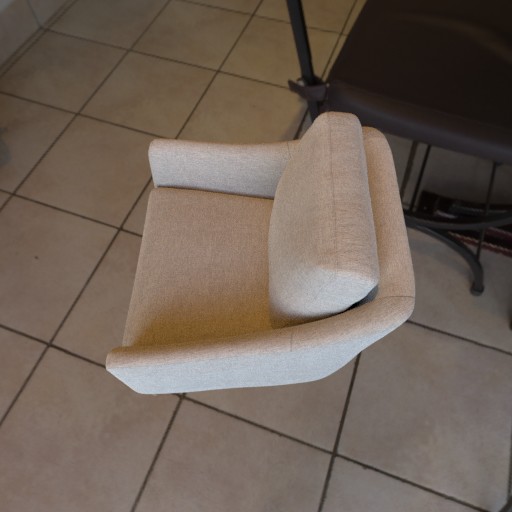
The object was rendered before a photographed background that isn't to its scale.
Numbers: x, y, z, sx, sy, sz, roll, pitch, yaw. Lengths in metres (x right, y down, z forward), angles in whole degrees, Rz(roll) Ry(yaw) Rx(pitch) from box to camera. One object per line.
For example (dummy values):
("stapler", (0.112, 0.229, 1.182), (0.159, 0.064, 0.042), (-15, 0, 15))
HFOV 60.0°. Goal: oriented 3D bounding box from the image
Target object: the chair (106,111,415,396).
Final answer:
("chair", (0.000, 0.000, 1.727), (0.961, 0.902, 0.986), (1, 60, 1))
